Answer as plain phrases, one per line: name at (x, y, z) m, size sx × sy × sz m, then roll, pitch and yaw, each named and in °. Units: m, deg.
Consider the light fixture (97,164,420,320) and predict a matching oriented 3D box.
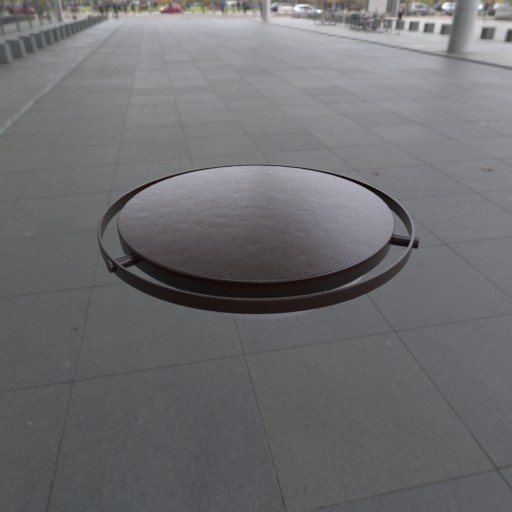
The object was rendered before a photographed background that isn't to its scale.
light fixture at (0.000, 0.000, 0.556) m, size 0.361 × 0.130 × 0.361 m, roll 0°, pitch 30°, yaw 0°
